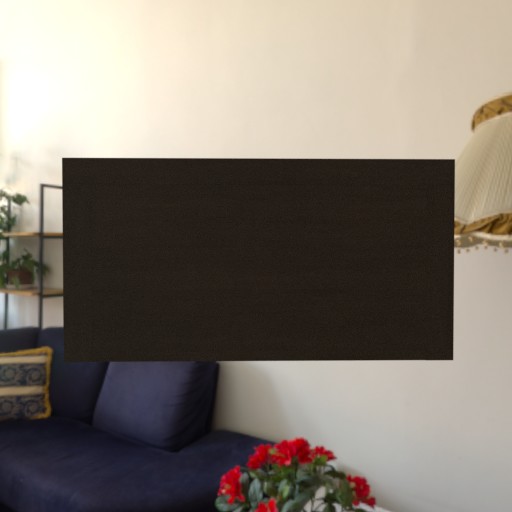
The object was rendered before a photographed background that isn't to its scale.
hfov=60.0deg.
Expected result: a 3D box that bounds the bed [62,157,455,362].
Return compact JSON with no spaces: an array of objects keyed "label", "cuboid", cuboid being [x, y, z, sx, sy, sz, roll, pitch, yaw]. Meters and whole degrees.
[{"label":"bed","cuboid":[0.000,0.000,2.823,1.585,0.823,2.073,0,1,-1]}]
